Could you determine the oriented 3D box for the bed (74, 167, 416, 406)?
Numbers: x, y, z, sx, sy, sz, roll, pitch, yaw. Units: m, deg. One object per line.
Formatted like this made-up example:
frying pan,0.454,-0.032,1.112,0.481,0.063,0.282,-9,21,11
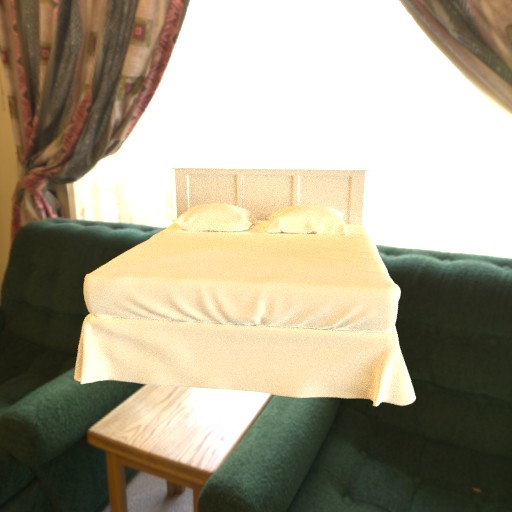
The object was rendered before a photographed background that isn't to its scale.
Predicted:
bed,0.000,0.000,3.648,2.317,1.273,2.215,2,15,8
